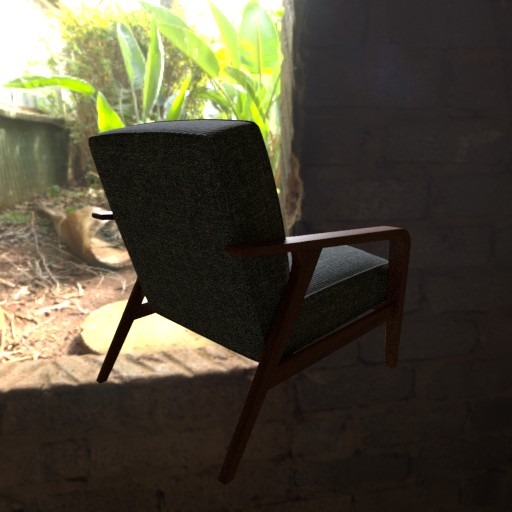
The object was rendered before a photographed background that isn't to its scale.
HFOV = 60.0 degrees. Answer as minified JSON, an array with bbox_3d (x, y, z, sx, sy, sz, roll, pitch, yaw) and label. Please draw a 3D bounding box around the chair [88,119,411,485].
[{"bbox_3d":[0.000,0.000,1.499,0.889,0.864,0.719,-14,20,-43],"label":"chair"}]
